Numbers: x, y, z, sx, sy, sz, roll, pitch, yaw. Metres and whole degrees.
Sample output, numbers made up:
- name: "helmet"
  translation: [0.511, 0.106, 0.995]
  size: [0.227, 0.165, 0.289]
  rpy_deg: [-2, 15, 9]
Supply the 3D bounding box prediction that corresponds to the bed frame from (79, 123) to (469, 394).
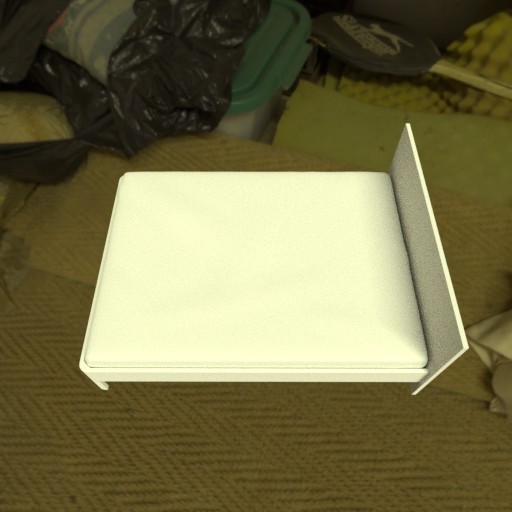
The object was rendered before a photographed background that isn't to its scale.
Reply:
- name: "bed frame"
  translation: [0.000, 0.000, 2.762]
  size: [1.950, 0.800, 1.490]
  rpy_deg: [0, 58, 0]
